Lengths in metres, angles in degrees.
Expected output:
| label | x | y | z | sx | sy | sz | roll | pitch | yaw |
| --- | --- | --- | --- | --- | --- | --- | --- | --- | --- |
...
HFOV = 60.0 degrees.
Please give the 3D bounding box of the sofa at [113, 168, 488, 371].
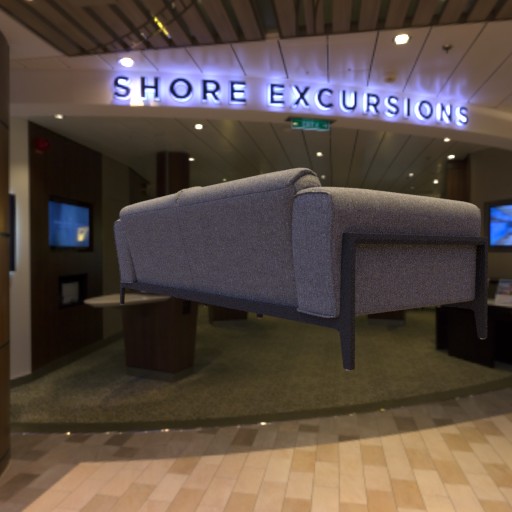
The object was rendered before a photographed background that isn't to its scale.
| label | x | y | z | sx | sy | sz | roll | pitch | yaw |
| --- | --- | --- | --- | --- | --- | --- | --- | --- | --- |
| sofa | 0.000 | 0.000 | 2.489 | 0.985 | 0.703 | 2.125 | -1 | 1 | -36 |
